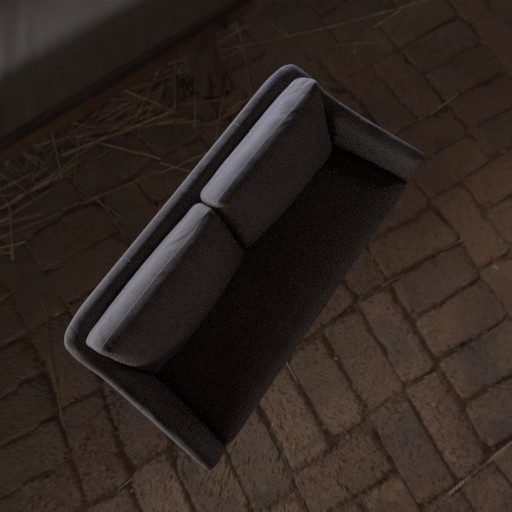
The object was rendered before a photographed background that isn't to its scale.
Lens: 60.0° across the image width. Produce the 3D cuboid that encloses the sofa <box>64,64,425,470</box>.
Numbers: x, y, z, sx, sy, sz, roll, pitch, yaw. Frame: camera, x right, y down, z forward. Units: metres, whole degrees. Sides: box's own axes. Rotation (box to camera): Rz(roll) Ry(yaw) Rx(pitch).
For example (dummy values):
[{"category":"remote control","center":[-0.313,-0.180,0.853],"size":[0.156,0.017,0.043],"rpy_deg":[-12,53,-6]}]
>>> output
[{"category":"sofa","center":[0.000,0.000,2.500],"size":[0.960,0.902,2.036],"rpy_deg":[35,78,8]}]
